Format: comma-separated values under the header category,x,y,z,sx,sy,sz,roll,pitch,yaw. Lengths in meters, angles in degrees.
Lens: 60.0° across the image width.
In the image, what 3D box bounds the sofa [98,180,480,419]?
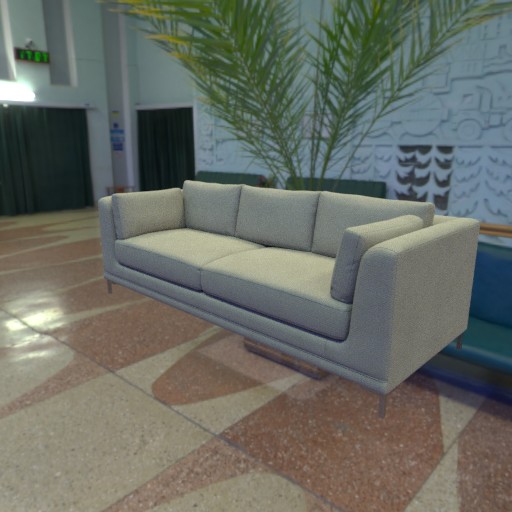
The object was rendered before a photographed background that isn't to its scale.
category,x,y,z,sx,sy,sz,roll,pitch,yaw
sofa,0.000,0.000,2.922,2.415,0.867,0.969,13,19,42
